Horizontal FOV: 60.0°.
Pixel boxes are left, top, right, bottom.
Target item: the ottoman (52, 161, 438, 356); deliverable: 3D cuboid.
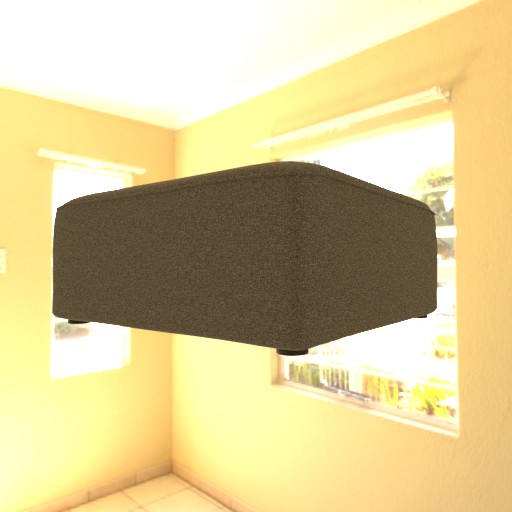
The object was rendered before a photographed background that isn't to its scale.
[{"bbox_3d":[0.000,0.000,1.605,1.005,0.464,1.015,-1,-2,38],"label":"ottoman"}]
